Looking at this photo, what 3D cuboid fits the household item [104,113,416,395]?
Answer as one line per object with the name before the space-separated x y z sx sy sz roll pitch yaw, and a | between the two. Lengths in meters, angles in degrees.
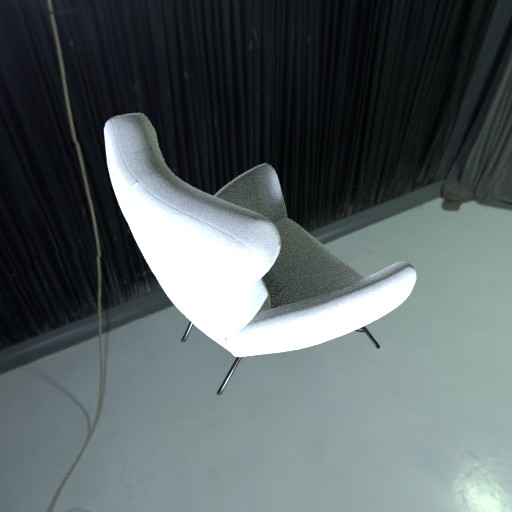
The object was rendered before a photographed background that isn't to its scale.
household item | 0.000 0.000 1.799 0.900 1.050 0.980 -25 48 -25
